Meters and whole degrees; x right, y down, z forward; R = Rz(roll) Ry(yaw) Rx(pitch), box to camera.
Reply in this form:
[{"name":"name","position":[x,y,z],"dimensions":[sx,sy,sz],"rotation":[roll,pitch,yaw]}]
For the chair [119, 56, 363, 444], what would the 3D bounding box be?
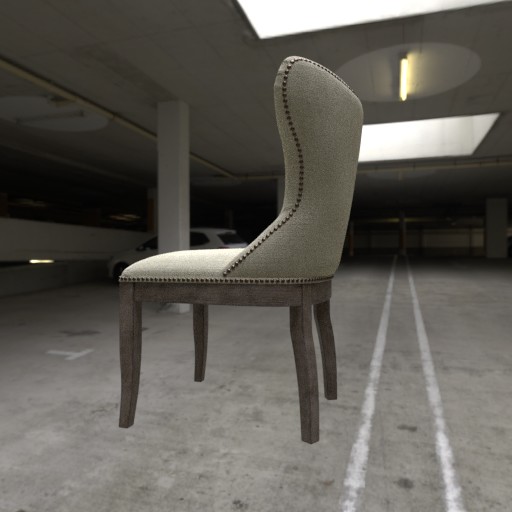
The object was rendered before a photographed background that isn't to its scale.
[{"name":"chair","position":[0.000,0.000,1.446],"dimensions":[0.681,1.002,0.654],"rotation":[0,0,18]}]
